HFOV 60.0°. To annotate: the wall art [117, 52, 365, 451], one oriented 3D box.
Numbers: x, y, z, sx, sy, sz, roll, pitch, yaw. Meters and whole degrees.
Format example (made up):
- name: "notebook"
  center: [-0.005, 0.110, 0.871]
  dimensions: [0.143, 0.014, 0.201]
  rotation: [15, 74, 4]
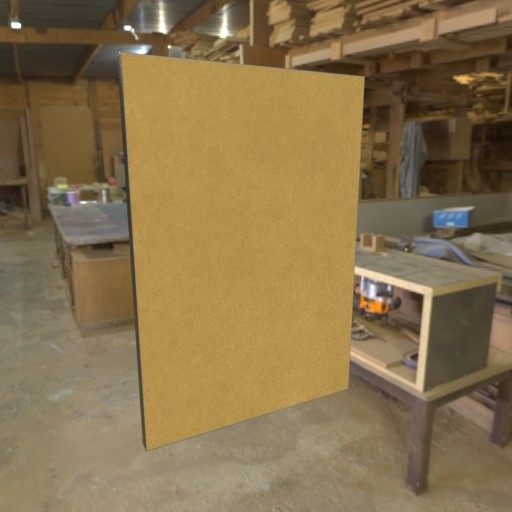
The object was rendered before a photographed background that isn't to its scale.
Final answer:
- name: "wall art"
  center: [0.000, 0.000, 0.572]
  dimensions: [0.314, 0.455, 0.019]
  rotation: [-7, 15, -27]
